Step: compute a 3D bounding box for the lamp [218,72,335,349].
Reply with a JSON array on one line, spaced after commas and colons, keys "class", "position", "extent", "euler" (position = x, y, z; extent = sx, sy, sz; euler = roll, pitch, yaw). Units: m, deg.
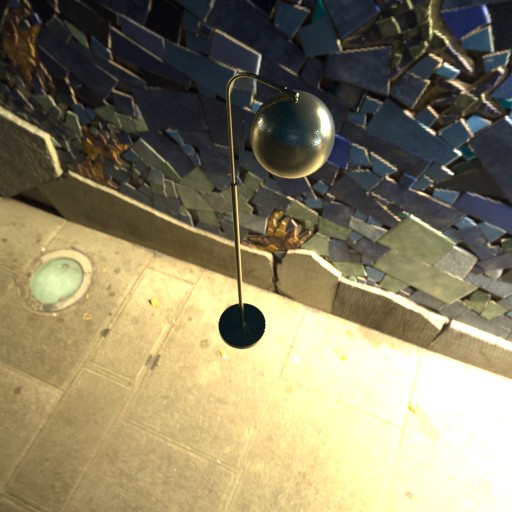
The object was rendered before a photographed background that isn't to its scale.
[{"class": "lamp", "position": [0.000, 0.000, 1.659], "extent": [0.431, 1.526, 0.250], "euler": [33, 63, 20]}]
